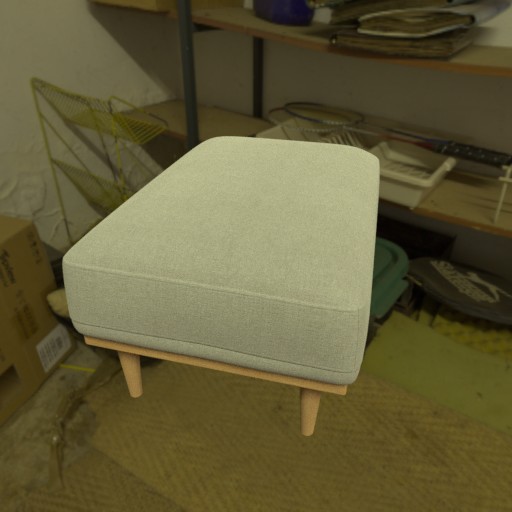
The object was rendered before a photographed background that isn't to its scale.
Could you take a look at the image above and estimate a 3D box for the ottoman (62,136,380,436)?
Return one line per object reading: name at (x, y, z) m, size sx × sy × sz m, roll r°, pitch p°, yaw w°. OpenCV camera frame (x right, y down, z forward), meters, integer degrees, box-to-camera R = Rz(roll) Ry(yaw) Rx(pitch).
ottoman at (0.000, 0.000, 1.091) m, size 0.549 × 0.428 × 0.749 m, roll 8°, pitch 32°, yaw 13°
